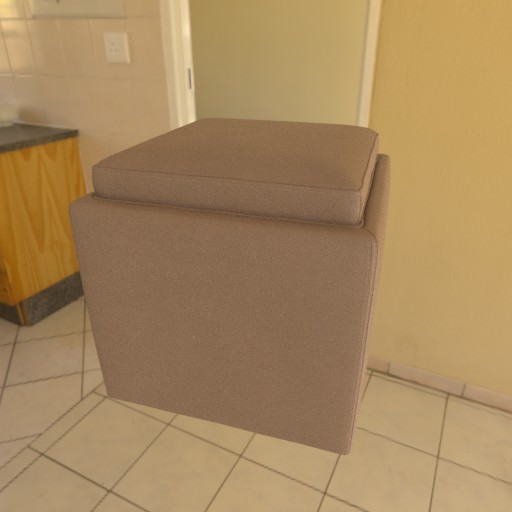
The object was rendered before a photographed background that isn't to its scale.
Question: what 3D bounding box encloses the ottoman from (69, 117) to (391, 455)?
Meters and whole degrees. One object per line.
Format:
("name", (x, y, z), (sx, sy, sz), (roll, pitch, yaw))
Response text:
("ottoman", (0.000, 0.000, 0.832), (0.451, 0.460, 0.450), (8, 28, 15))
